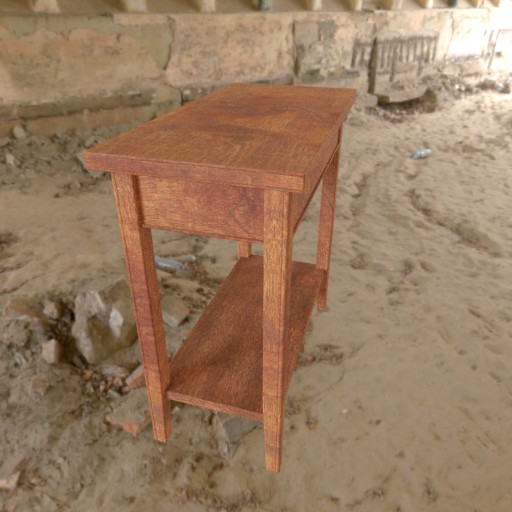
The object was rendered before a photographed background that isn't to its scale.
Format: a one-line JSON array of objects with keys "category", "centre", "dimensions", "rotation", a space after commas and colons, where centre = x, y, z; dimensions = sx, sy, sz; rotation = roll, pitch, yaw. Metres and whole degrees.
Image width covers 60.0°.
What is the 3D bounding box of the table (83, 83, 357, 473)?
[{"category": "table", "centre": [0.000, 0.000, 0.964], "dimensions": [0.305, 0.610, 0.610], "rotation": [9, 31, 15]}]
